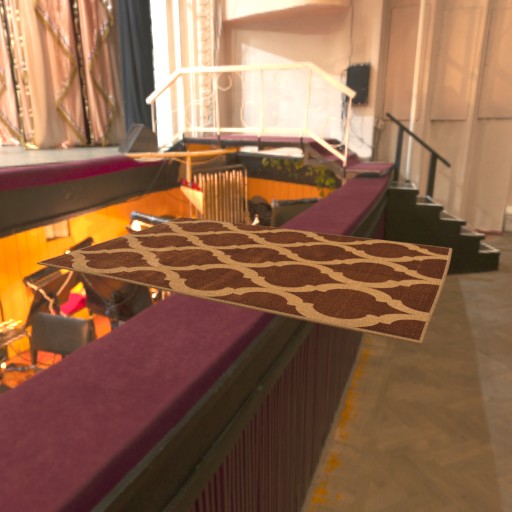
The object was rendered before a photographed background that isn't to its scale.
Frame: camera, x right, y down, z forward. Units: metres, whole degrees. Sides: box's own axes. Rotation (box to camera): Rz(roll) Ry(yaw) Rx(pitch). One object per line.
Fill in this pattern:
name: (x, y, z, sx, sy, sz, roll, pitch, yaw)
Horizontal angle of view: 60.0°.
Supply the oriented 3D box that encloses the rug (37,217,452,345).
rug: (0.000, 0.000, 2.902, 2.290, 0.014, 1.526, 9, 19, 26)
